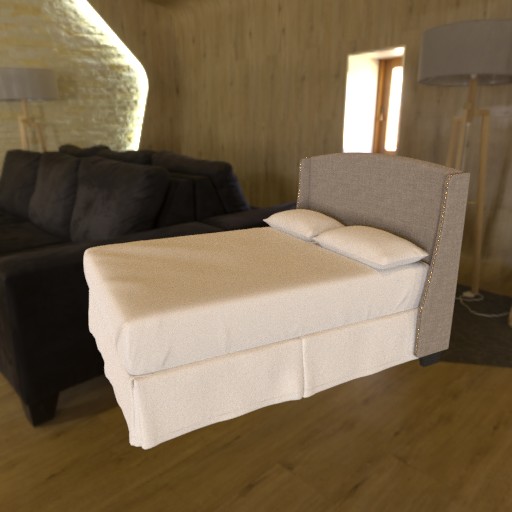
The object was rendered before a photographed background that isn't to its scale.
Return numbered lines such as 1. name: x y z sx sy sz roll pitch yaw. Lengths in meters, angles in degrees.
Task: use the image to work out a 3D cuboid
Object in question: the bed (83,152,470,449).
1. bed: 0.000 0.000 3.219 2.237 1.407 1.710 -8 18 -26
